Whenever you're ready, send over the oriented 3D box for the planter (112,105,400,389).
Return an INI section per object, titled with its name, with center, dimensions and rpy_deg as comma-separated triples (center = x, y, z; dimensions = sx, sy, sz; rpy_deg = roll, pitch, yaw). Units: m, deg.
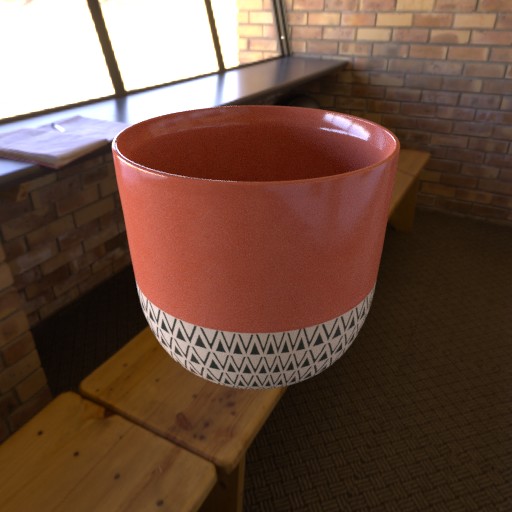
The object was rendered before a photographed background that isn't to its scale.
[planter]
center = 0.000, 0.000, 0.491
dimensions = 0.266, 0.270, 0.266
rpy_deg = 0, 30, 0
